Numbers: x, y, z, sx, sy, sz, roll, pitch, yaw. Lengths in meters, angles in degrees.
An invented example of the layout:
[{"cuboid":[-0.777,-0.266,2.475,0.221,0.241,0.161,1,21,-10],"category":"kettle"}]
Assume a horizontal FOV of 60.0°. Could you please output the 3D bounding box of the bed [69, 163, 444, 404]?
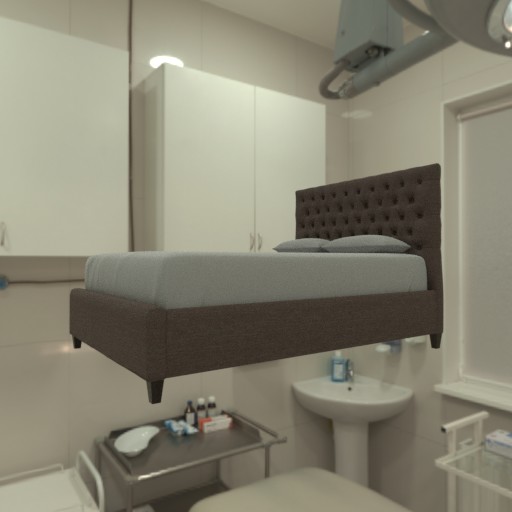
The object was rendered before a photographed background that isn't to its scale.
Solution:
[{"cuboid":[0.000,0.000,3.440,2.387,1.427,1.698,0,0,-35],"category":"bed"}]
